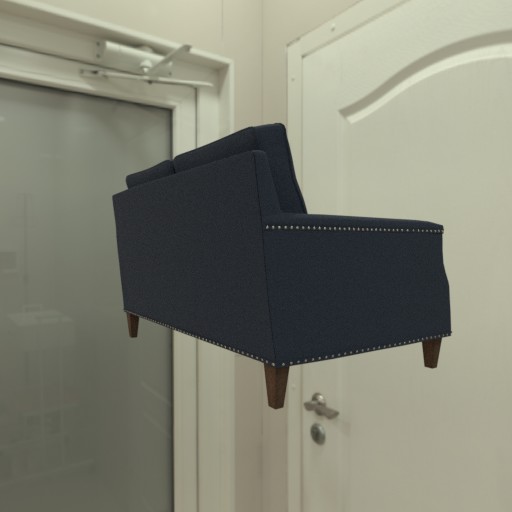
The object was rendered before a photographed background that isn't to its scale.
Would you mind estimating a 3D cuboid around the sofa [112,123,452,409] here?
[{"bbox_3d":[0.000,0.000,2.331,1.084,1.003,1.597,-1,1,-35],"label":"sofa"}]
